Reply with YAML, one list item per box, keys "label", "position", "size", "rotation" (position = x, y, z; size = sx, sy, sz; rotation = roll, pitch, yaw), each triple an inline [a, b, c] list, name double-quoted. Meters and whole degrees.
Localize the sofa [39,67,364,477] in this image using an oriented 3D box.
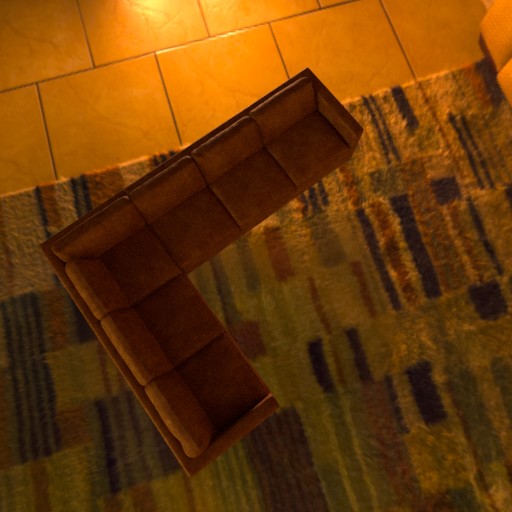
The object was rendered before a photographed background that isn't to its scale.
- label: "sofa"
  position: [0.000, 0.000, 4.295]
  size: [3.150, 0.838, 2.438]
  rotation: [-36, 79, -8]
